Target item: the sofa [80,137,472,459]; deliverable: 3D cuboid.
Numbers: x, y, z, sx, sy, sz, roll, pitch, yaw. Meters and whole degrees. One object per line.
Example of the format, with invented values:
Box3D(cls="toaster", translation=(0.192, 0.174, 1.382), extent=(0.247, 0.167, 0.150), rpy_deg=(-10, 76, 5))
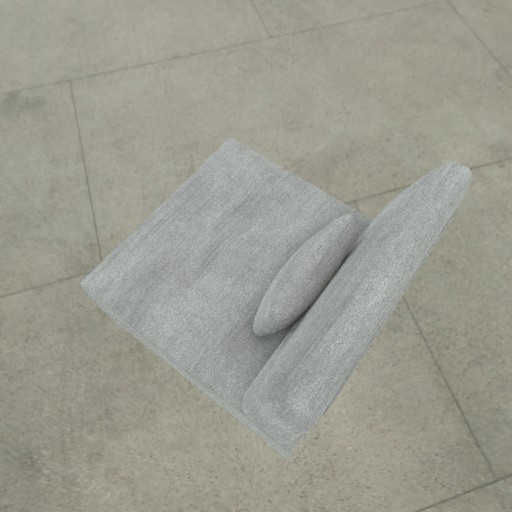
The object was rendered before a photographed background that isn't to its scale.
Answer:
Box3D(cls="sofa", translation=(0.000, 0.000, 1.638), extent=(1.000, 0.820, 0.930), rpy_deg=(34, 67, 16))
